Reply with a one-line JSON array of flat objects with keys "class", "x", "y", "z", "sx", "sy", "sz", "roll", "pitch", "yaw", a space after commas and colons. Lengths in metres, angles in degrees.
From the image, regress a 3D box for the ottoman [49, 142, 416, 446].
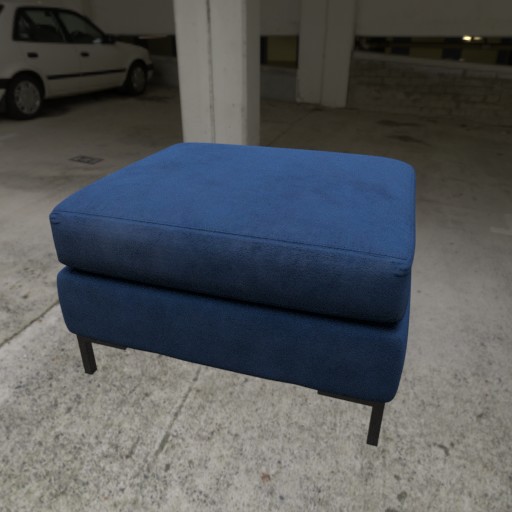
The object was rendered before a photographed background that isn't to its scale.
[{"class": "ottoman", "x": 0.000, "y": 0.000, "z": 1.185, "sx": 0.794, "sy": 0.485, "sz": 0.655, "roll": 8, "pitch": 29, "yaw": 16}]
